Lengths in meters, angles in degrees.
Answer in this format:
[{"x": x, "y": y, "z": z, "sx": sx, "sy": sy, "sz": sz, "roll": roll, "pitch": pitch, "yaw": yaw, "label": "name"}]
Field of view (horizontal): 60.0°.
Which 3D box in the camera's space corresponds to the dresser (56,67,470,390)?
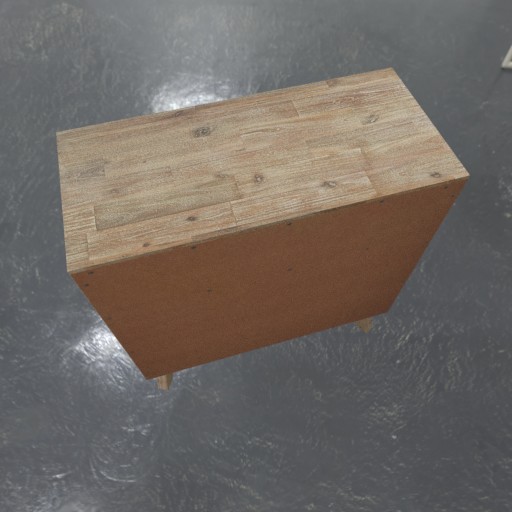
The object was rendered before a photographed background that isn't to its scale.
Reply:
[{"x": 0.000, "y": 0.000, "z": 1.600, "sx": 0.998, "sy": 1.029, "sz": 0.455, "roll": -14, "pitch": 59, "yaw": -8, "label": "dresser"}]
